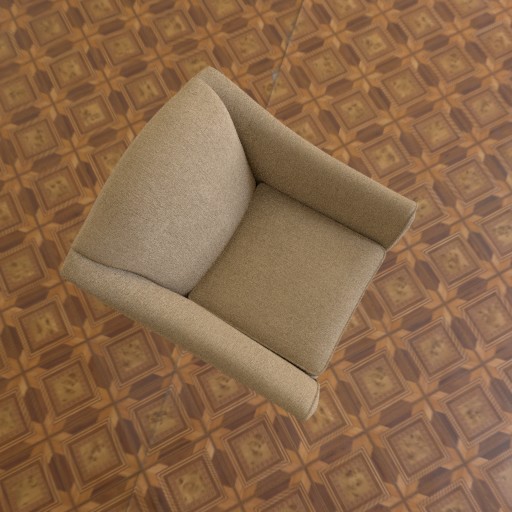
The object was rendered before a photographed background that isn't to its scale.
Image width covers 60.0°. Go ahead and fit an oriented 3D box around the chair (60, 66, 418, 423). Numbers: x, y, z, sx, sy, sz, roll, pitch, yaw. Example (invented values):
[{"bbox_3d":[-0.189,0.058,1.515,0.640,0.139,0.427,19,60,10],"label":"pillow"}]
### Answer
[{"bbox_3d":[0.000,0.000,1.487,0.787,0.839,0.763,29,77,8],"label":"chair"}]
